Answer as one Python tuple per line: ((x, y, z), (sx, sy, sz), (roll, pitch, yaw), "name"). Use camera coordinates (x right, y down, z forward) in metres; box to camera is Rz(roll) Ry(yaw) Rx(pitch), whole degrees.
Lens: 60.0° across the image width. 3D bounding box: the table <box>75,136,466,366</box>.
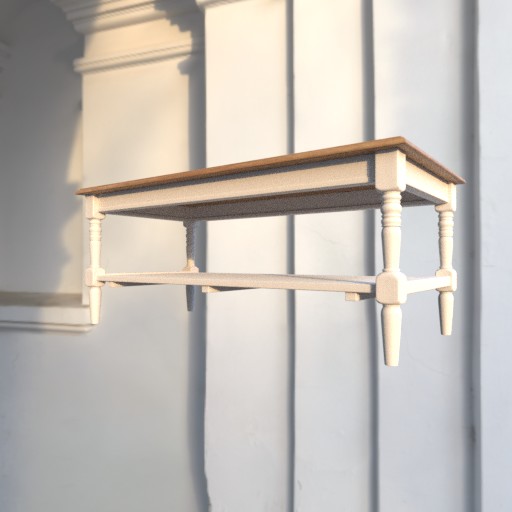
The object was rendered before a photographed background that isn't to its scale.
((0.000, 0.000, 1.402), (1.118, 0.458, 0.559), (0, -1, 36), "table")
